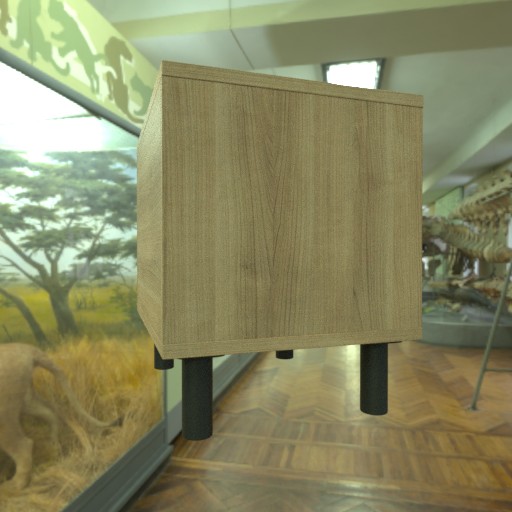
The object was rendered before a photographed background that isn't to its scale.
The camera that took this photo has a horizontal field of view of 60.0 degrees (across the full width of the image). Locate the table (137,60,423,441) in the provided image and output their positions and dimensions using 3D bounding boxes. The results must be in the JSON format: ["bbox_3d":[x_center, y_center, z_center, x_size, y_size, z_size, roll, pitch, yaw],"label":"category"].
[{"bbox_3d":[0.000,0.000,0.786,0.380,0.460,0.445,0,1,-19],"label":"table"}]
